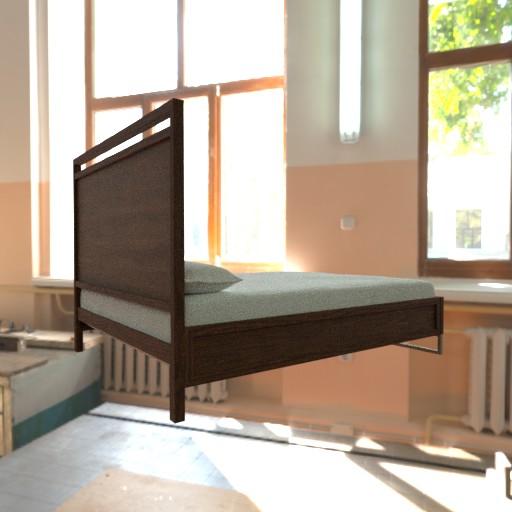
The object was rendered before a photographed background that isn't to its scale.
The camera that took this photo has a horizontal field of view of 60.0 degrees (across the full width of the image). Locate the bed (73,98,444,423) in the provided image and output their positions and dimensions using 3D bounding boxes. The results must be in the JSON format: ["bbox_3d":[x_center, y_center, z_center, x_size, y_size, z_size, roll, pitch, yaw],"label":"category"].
[{"bbox_3d":[0.000,0.000,3.385,2.218,1.487,1.765,-1,1,-36],"label":"bed"}]
